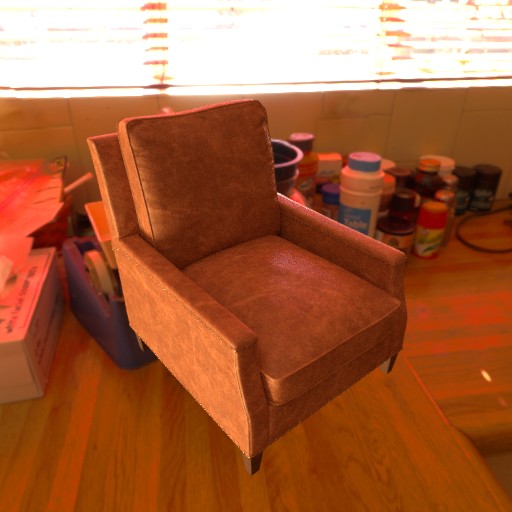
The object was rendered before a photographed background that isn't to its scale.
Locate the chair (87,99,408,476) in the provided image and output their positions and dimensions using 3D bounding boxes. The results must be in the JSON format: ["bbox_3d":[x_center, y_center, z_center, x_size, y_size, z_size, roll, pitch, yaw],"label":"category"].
[{"bbox_3d":[0.000,0.000,1.806,0.854,1.054,1.035,-22,37,-33],"label":"chair"}]
